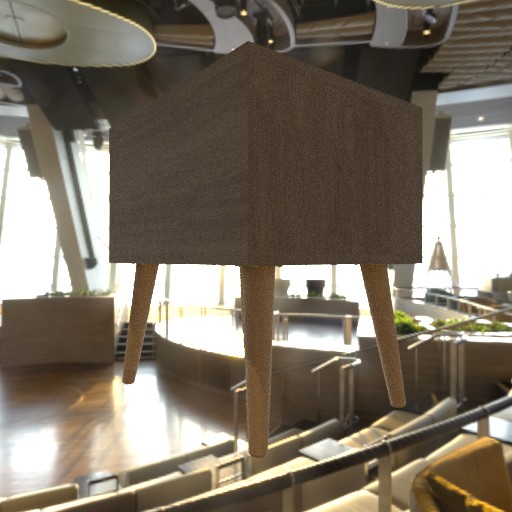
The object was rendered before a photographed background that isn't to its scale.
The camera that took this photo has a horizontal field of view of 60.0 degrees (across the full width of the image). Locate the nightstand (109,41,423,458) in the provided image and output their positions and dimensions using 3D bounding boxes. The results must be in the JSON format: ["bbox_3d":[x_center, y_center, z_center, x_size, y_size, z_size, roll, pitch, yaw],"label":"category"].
[{"bbox_3d":[0.000,0.000,0.811,0.380,0.500,0.450,0,0,-38],"label":"nightstand"}]
